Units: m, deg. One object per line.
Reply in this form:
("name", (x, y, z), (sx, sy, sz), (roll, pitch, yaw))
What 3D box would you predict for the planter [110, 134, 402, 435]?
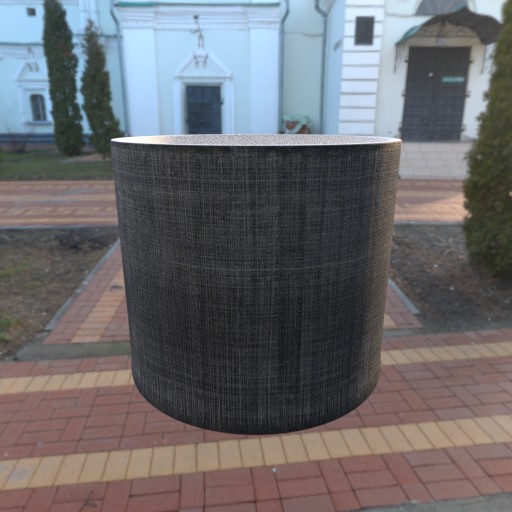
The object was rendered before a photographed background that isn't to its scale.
("planter", (0.000, 0.000, 0.306), (0.178, 0.157, 0.178), (0, 17, 0))
